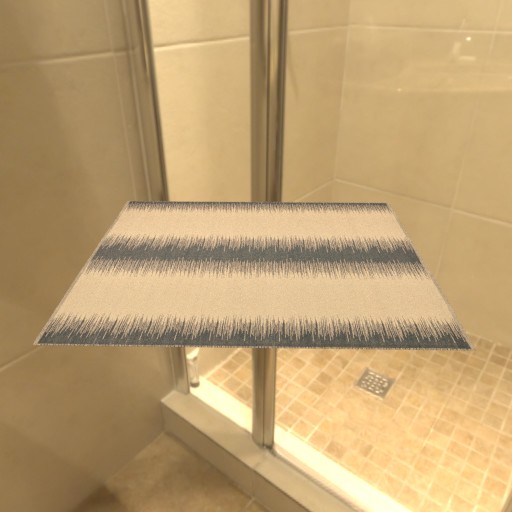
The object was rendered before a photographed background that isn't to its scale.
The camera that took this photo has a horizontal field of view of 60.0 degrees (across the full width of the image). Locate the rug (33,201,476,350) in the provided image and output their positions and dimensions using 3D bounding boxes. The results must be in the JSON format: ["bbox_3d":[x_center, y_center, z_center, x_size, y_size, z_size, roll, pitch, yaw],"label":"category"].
[{"bbox_3d":[0.000,0.000,4.068,3.037,0.004,2.453,1,31,1],"label":"rug"}]
